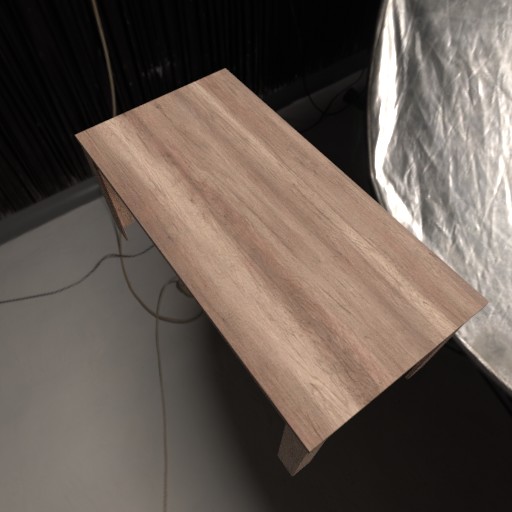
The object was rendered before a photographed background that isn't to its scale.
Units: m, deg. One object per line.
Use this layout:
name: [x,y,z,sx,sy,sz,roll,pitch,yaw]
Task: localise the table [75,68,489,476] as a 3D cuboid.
table: [0.000,0.000,2.279,0.900,0.790,1.800,-32,63,-18]
